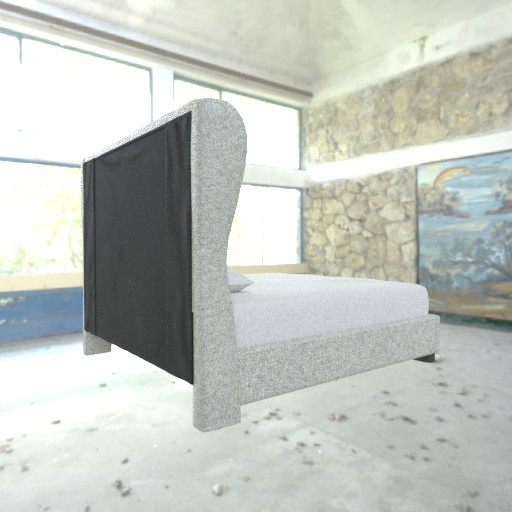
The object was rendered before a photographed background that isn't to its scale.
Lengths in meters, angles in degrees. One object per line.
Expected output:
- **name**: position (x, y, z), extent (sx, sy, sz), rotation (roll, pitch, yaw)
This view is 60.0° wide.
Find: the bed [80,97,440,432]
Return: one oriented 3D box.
- **bed**: position (0.000, 0.000, 3.849), extent (2.347, 1.771, 2.219), rotation (-1, 2, -37)
